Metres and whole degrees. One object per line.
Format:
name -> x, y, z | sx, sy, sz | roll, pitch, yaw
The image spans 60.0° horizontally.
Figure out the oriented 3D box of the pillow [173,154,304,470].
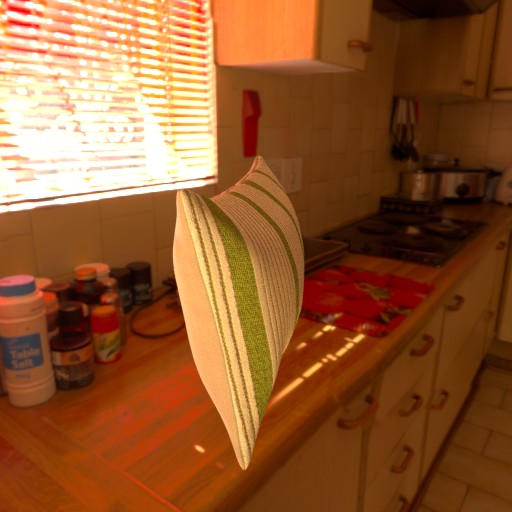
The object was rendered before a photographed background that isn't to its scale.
pillow -> 0.000, 0.000, 0.714 | 0.156, 0.292, 0.608 | 2, 16, 7
